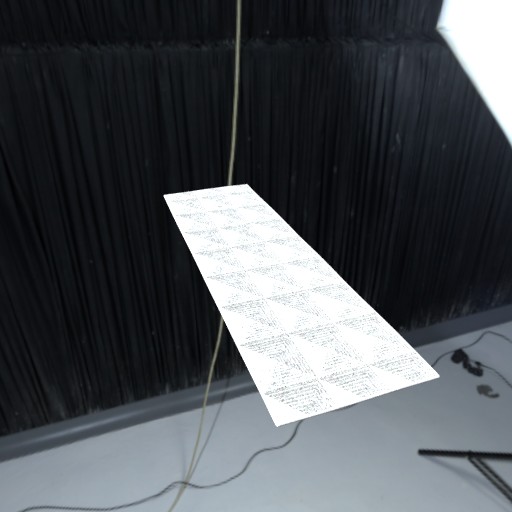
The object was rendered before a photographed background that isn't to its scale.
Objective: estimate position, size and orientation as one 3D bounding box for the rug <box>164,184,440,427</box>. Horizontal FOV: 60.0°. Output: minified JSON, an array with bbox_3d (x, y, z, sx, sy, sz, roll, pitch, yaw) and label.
[{"bbox_3d":[0.000,0.000,2.406,0.645,0.015,2.182,-10,30,-17],"label":"rug"}]
